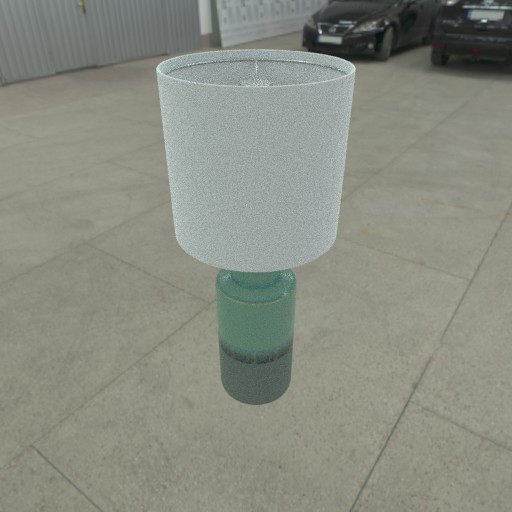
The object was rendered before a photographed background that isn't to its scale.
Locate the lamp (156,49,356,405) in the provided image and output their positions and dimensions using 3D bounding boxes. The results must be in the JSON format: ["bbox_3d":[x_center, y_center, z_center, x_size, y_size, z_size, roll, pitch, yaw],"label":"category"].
[{"bbox_3d":[0.000,0.000,0.613,0.212,0.493,0.212,0,33,0],"label":"lamp"}]
